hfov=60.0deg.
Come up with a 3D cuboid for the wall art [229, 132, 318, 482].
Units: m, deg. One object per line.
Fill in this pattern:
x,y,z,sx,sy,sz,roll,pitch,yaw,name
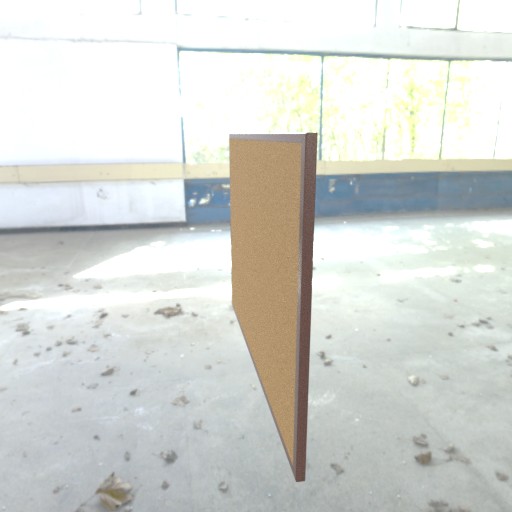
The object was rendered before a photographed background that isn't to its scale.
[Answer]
0.000,0.000,0.852,0.014,0.455,0.660,-3,16,-10,wall art
